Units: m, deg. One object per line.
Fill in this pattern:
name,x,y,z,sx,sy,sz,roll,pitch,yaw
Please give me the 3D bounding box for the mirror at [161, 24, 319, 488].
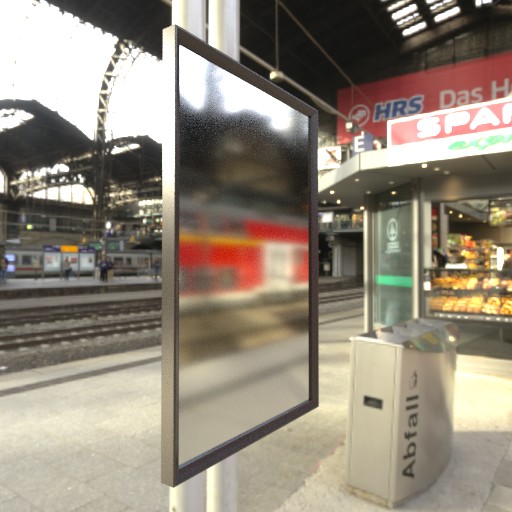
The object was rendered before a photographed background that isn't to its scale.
mirror,0.000,0.000,1.132,0.041,0.915,0.609,-1,-1,35
